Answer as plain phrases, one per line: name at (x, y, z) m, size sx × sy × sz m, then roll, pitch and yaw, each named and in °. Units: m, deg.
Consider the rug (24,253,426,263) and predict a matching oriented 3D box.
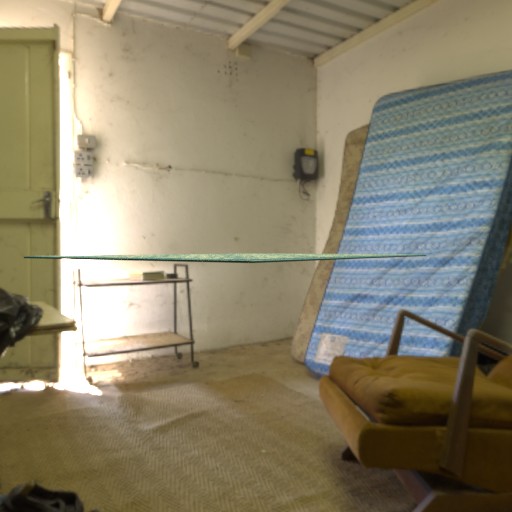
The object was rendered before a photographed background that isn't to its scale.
rug at (0.000, 0.000, 2.868) m, size 1.554 × 0.012 × 2.205 m, roll 1°, pitch 1°, yaw 36°
